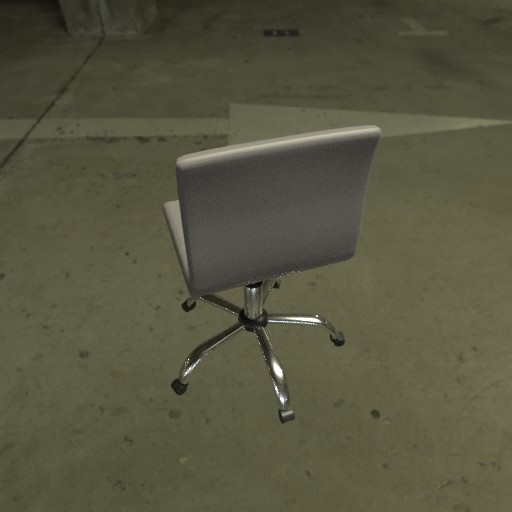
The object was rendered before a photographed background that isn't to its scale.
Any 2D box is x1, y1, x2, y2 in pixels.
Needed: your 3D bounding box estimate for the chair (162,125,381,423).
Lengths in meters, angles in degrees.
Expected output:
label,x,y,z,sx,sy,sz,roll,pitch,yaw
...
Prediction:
label,x,y,z,sx,sy,sz,roll,pitch,yaw
chair,0.000,0.000,1.136,0.556,0.780,0.530,-13,43,-15
